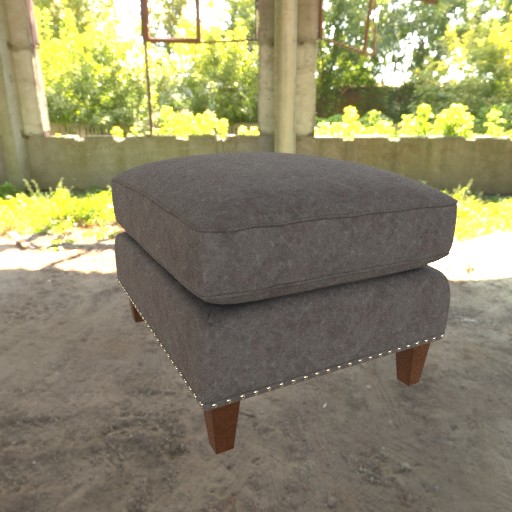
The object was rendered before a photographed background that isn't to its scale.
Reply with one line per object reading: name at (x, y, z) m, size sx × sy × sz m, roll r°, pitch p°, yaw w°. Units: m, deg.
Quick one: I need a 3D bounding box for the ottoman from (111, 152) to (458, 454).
ottoman at (0.000, 0.000, 1.136) m, size 0.584 × 0.513 × 0.741 m, roll -8°, pitch 19°, yaw -26°
